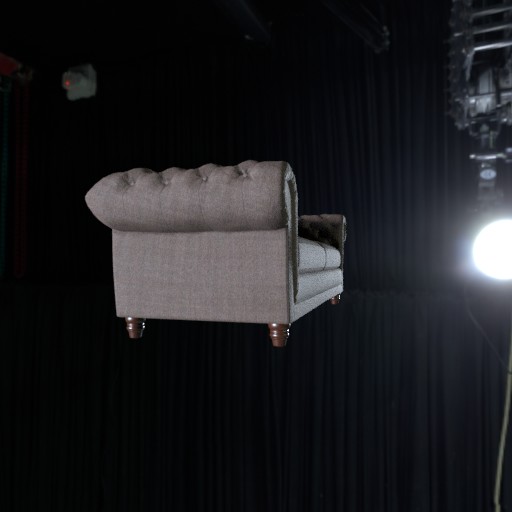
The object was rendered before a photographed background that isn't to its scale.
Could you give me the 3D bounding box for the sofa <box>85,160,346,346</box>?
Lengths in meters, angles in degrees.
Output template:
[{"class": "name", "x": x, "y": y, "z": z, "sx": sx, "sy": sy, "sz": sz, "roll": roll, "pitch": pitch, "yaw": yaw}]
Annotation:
[{"class": "sofa", "x": 0.000, "y": 0.000, "z": 2.908, "sx": 0.944, "sy": 0.787, "sz": 2.385, "roll": 0, "pitch": -1, "yaw": 17}]
